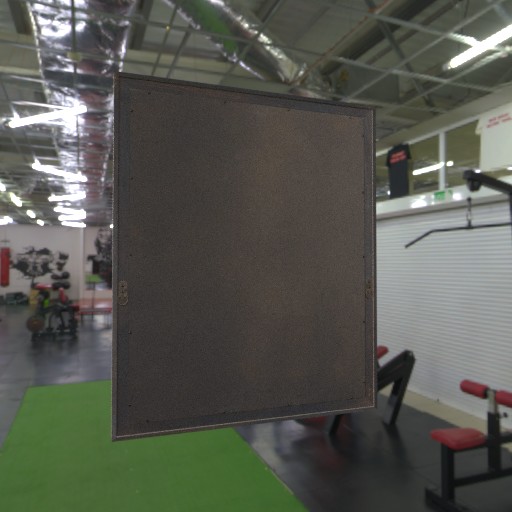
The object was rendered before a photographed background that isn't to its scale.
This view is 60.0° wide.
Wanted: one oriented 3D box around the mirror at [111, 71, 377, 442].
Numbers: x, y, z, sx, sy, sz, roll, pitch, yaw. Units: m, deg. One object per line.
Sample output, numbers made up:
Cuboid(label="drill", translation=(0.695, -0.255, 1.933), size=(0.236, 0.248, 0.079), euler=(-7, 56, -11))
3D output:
Cuboid(label="mirror", translation=(0.000, 0.000, 1.186), size=(0.730, 0.882, 0.032), euler=(0, -1, -19))
